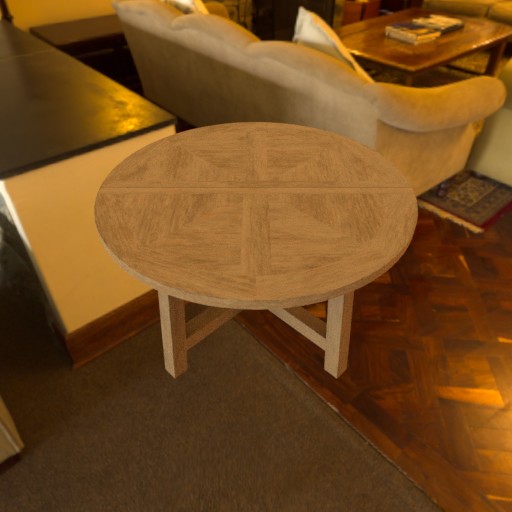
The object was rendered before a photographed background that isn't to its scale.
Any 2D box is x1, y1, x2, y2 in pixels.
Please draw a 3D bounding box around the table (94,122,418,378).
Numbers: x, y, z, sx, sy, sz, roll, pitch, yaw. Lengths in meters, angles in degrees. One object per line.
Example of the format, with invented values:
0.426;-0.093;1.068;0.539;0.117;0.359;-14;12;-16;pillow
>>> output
0.000;0.000;2.119;1.319;0.762;1.319;0;40;0;table
